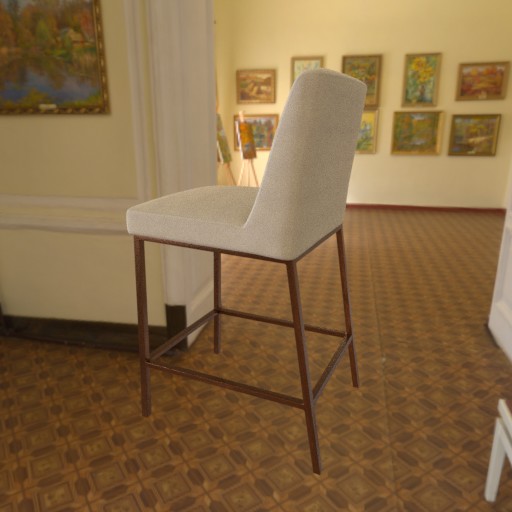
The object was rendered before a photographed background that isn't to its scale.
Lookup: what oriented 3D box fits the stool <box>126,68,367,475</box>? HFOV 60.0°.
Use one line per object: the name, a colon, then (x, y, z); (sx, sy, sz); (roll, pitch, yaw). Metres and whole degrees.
stool: (0.000, 0.000, 1.310); (0.576, 0.973, 0.507); (7, 18, 24)
